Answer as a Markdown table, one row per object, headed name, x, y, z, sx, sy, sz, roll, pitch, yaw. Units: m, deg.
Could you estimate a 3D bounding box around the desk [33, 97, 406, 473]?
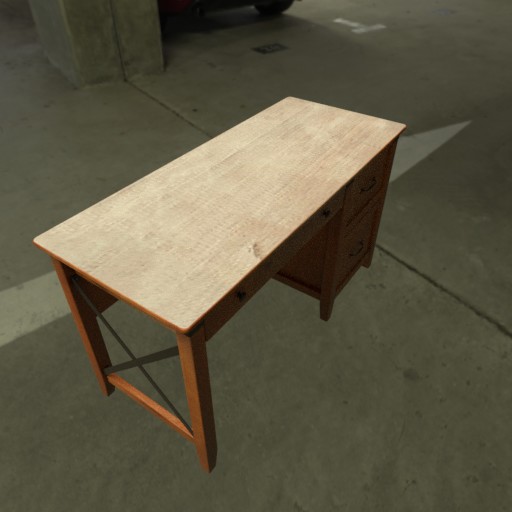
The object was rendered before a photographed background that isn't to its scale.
| name | x | y | z | sx | sy | sz | roll | pitch | yaw |
| --- | --- | --- | --- | --- | --- | --- | --- | --- | --- |
| desk | 0.000 | 0.000 | 1.761 | 0.574 | 0.756 | 1.353 | 24 | 45 | 26 |
